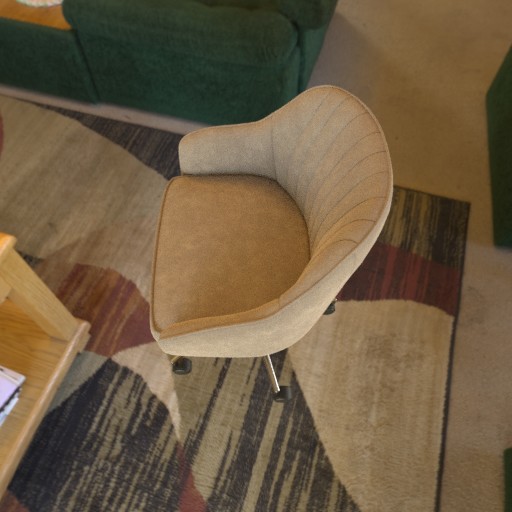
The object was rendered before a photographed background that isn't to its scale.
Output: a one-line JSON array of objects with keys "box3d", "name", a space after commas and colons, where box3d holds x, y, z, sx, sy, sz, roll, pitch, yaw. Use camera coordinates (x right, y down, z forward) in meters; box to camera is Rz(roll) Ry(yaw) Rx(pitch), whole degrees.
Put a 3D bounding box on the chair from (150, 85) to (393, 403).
[{"box3d": [0.000, 0.000, 1.266, 0.573, 0.831, 0.635, -1, 59, 0], "name": "chair"}]
